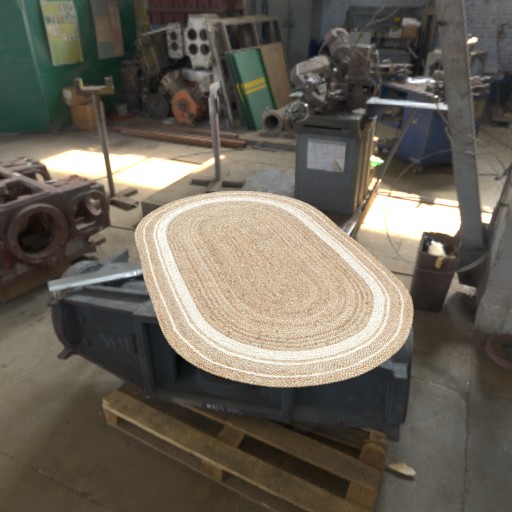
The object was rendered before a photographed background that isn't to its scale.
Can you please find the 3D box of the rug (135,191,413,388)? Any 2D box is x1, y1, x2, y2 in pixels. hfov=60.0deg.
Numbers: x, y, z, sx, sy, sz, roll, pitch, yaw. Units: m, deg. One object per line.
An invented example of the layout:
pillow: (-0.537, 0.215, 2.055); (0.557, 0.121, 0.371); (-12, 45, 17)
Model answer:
rug: (0.000, 0.000, 3.040); (1.520, 0.006, 2.432); (-10, 32, -17)
